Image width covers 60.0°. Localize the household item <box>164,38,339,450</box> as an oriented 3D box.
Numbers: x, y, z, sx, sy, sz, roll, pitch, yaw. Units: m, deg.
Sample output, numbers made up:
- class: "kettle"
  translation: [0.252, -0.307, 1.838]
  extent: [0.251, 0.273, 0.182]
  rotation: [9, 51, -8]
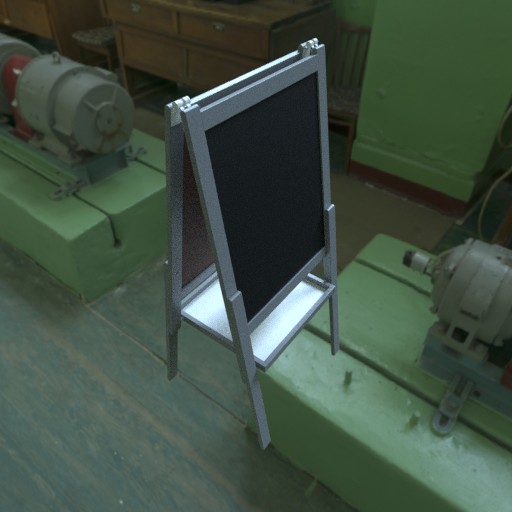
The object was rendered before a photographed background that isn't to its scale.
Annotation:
- class: "household item"
  translation: [0.000, 0.000, 1.408]
  extent: [0.469, 1.172, 0.531]
  rotation: [27, 48, 27]
